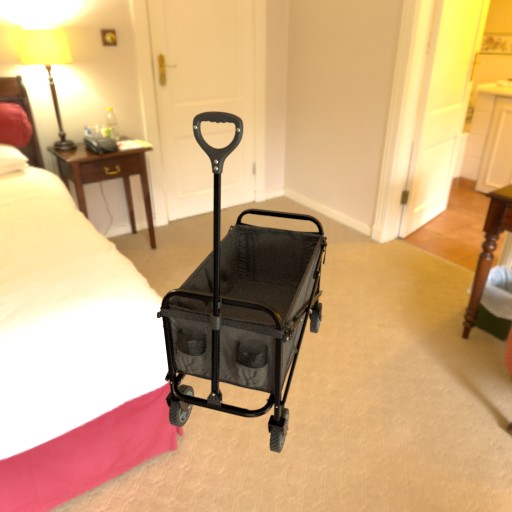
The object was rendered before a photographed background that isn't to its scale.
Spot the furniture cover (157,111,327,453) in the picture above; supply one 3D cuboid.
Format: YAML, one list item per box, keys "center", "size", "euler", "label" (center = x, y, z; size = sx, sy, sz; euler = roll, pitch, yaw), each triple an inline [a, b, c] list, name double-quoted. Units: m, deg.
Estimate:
- center: [0.000, 0.000, 1.882]
  size: [0.532, 1.295, 1.038]
  euler: [8, 28, 15]
  label: "furniture cover"
